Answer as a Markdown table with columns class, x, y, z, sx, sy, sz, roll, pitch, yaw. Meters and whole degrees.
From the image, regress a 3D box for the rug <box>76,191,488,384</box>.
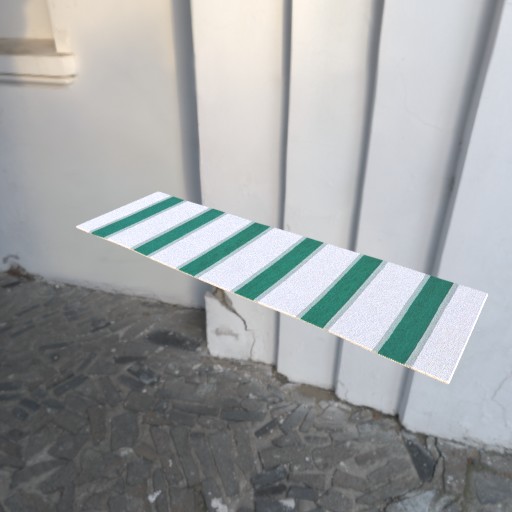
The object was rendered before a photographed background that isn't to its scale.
| class | x | y | z | sx | sy | sz | roll | pitch | yaw |
| --- | --- | --- | --- | --- | --- | --- | --- | --- | --- |
| rug | 0.000 | 0.000 | 2.659 | 2.438 | 0.012 | 0.768 | 20 | 36 | 30 |
